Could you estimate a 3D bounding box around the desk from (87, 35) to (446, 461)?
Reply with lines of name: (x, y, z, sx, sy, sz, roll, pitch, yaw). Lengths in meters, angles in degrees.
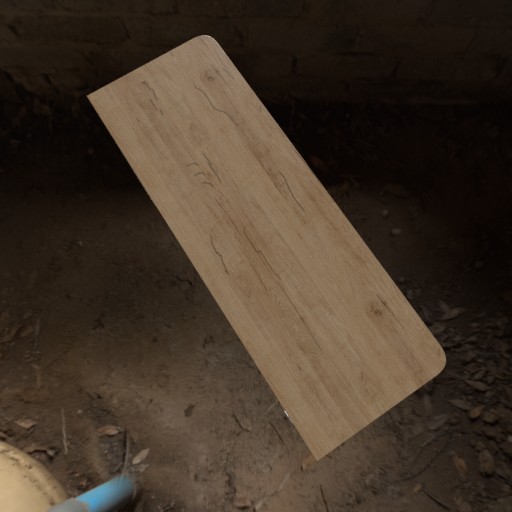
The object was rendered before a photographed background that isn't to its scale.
desk: (0.000, 0.000, 1.493, 0.390, 0.760, 1.100, -32, 78, -8)
